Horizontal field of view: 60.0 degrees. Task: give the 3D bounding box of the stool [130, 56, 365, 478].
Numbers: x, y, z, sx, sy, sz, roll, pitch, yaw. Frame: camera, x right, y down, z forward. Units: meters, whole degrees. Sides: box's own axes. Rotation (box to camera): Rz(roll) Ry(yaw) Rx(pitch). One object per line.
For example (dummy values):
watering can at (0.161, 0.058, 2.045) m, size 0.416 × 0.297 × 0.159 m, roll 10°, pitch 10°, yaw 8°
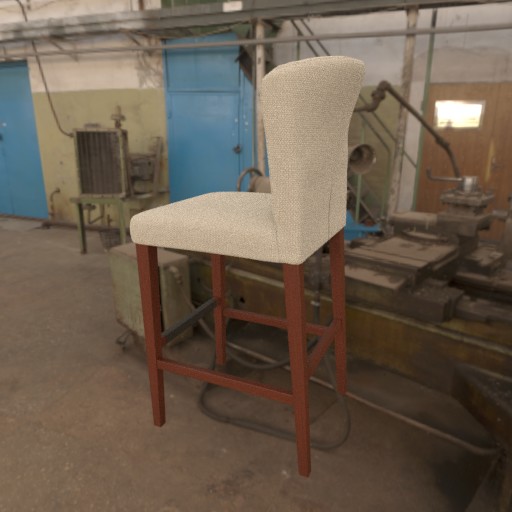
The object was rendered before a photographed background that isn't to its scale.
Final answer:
stool at (0.000, 0.000, 1.336) m, size 0.568 × 1.069 × 0.481 m, roll 8°, pitch 19°, yaw 23°
